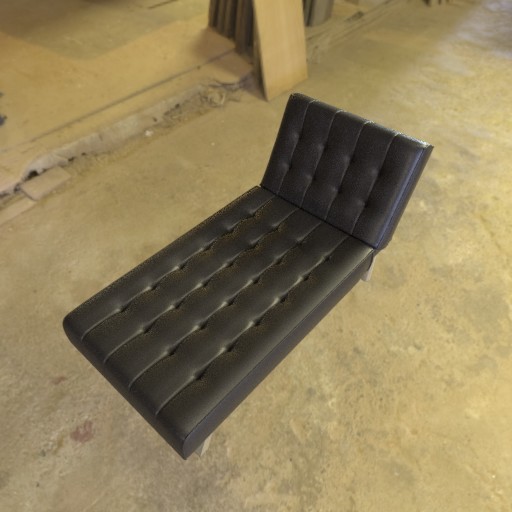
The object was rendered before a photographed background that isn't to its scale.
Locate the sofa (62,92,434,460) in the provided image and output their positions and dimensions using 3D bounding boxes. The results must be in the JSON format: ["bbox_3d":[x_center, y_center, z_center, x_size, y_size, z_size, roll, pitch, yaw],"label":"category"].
[{"bbox_3d":[0.000,0.000,1.987,0.760,0.820,1.560,33,54,28],"label":"sofa"}]
